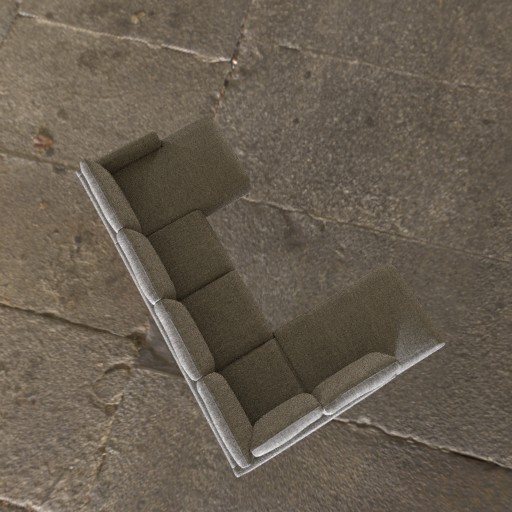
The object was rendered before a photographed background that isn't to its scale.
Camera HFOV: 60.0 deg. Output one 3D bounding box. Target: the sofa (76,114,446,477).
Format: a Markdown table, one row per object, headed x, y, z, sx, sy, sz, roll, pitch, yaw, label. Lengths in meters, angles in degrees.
| x | y | z | sx | sy | sz | roll | pitch | yaw | label |
| --- | --- | --- | --- | --- | --- | --- | --- | --- | --- |
| 0.000 | 0.000 | 3.628 | 1.879 | 0.756 | 2.737 | -30 | 77 | -8 | sofa |
